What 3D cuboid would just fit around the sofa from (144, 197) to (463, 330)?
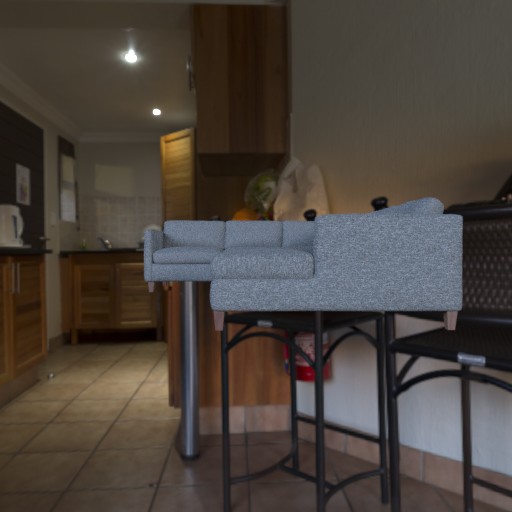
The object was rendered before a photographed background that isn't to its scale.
[{"bbox_3d":[0.000,0.000,4.292,2.551,0.853,3.238,0,1,-1],"label":"sofa"}]
